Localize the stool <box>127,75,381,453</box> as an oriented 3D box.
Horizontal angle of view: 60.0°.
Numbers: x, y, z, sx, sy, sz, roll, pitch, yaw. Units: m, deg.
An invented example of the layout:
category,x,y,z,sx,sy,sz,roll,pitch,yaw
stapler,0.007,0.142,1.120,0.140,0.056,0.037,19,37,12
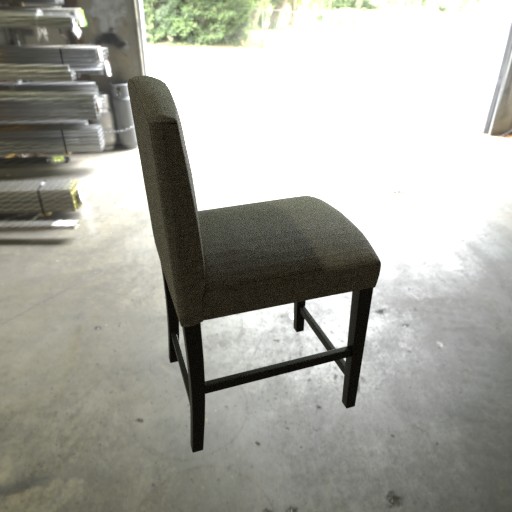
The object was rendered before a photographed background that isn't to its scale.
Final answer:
category,x,y,z,sx,sy,sz,roll,pitch,yaw
stool,0.000,0.000,1.253,0.552,0.966,0.451,-10,31,-16
